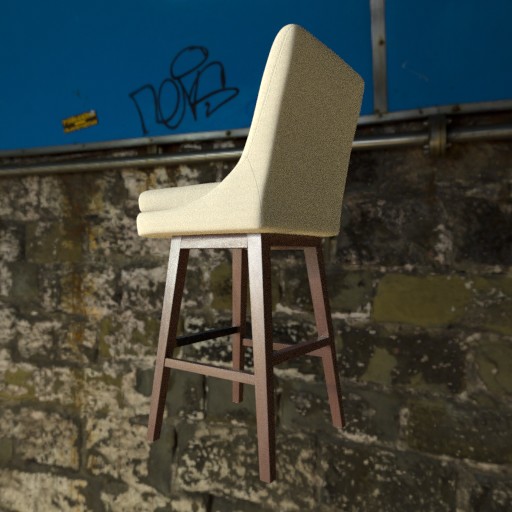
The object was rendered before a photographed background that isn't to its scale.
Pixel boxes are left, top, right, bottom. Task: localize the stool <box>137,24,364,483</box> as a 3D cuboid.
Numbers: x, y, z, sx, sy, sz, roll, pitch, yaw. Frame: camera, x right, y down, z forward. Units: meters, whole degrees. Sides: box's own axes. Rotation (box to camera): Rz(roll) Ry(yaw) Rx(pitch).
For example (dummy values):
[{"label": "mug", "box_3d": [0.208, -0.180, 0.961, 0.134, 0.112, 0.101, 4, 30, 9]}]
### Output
[{"label": "stool", "box_3d": [0.000, 0.000, 1.349, 0.559, 1.093, 0.483, 0, 0, 35]}]
